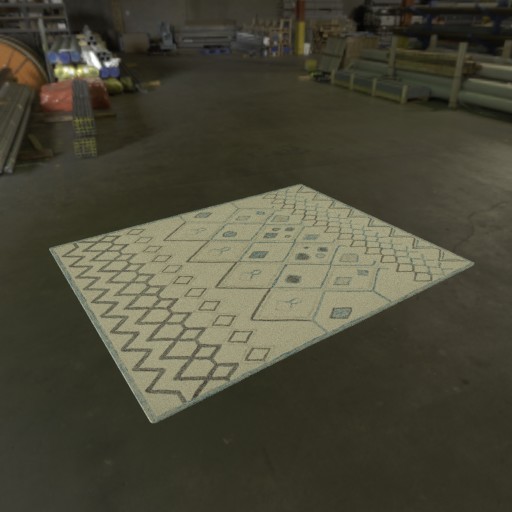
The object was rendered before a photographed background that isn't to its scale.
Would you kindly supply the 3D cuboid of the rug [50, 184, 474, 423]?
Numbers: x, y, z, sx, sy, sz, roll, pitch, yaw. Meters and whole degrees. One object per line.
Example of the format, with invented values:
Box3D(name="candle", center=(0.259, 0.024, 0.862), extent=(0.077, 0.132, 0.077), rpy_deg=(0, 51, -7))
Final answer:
Box3D(name="rug", center=(0.000, 0.000, 4.055), extent=(3.056, 0.013, 2.441), rpy_deg=(-19, 34, -29))
